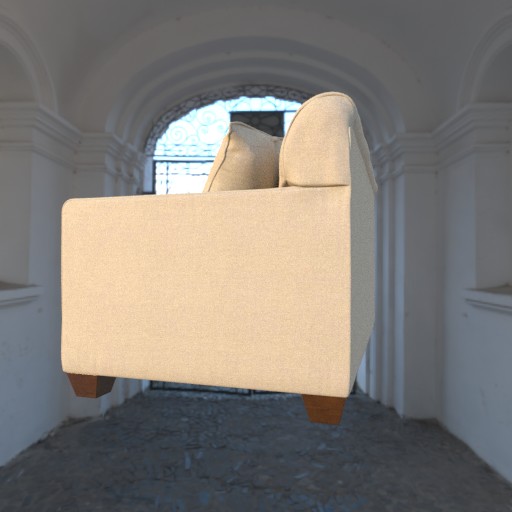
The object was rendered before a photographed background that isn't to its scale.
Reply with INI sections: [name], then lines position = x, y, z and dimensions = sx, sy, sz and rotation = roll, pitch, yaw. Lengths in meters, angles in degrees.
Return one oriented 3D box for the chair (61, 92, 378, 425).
[chair]
position = 0.000, 0.000, 1.973
dimensions = 1.000, 0.948, 1.383
rotation = 0, -1, 18
